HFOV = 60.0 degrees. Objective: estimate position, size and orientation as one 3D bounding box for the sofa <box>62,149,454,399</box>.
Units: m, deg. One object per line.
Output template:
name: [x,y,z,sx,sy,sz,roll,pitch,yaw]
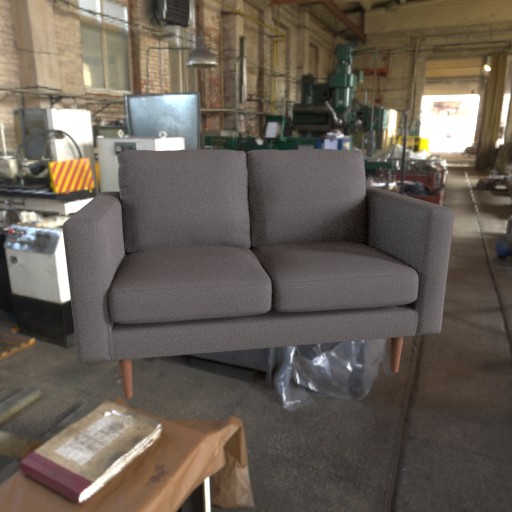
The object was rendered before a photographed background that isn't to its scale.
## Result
sofa: [0.000,0.000,1.971,1.430,0.908,0.796,-3,16,-10]
